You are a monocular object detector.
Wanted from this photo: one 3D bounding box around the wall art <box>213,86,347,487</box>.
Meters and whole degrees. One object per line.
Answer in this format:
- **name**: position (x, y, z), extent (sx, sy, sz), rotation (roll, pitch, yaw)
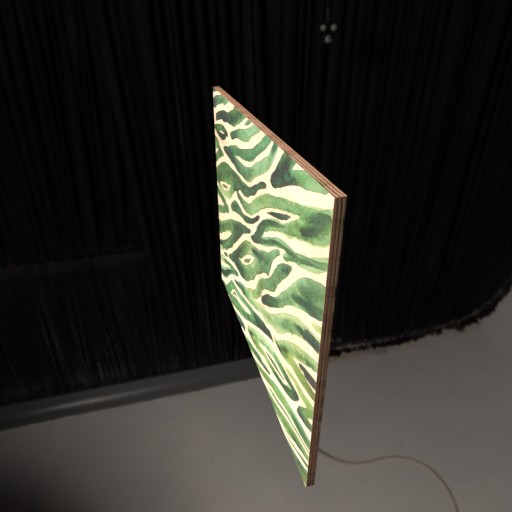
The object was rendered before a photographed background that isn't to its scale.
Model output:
- **wall art**: position (0.000, 0.000, 0.682), extent (0.012, 0.408, 0.508), rotation (-9, 32, -14)
